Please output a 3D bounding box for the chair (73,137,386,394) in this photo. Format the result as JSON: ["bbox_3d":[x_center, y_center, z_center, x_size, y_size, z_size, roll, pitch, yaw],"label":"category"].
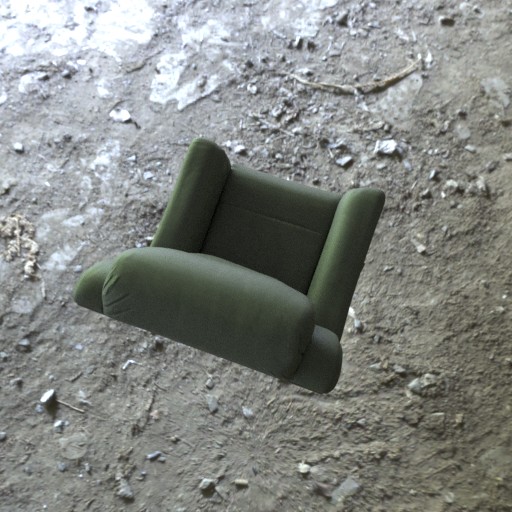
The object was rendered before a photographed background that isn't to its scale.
[{"bbox_3d":[0.000,0.000,1.935,0.967,1.116,1.068,18,67,8],"label":"chair"}]
